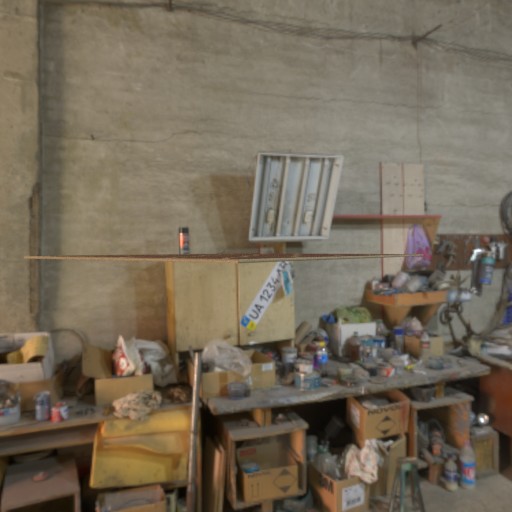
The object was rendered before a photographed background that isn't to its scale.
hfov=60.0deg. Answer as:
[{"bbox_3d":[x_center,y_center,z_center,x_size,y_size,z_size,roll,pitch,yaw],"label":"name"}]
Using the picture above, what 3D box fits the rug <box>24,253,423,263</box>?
[{"bbox_3d":[0.000,0.000,2.933,1.528,0.014,2.294,1,1,36],"label":"rug"}]
